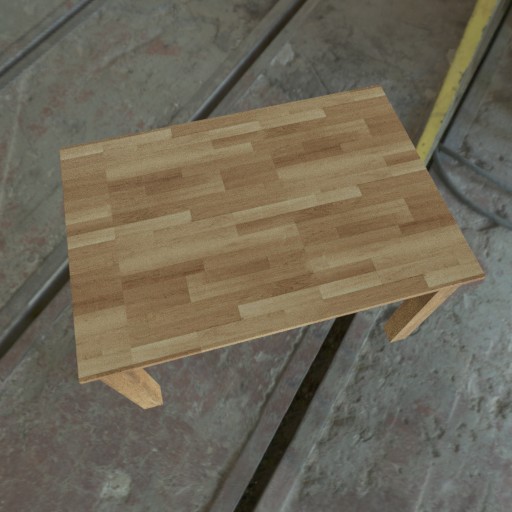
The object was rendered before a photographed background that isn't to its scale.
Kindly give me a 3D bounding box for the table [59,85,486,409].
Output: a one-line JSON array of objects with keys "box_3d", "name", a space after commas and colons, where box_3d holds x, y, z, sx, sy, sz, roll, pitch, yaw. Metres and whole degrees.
[{"box_3d": [0.000, 0.000, 1.889, 1.300, 0.750, 0.900, -13, 64, -7], "name": "table"}]
